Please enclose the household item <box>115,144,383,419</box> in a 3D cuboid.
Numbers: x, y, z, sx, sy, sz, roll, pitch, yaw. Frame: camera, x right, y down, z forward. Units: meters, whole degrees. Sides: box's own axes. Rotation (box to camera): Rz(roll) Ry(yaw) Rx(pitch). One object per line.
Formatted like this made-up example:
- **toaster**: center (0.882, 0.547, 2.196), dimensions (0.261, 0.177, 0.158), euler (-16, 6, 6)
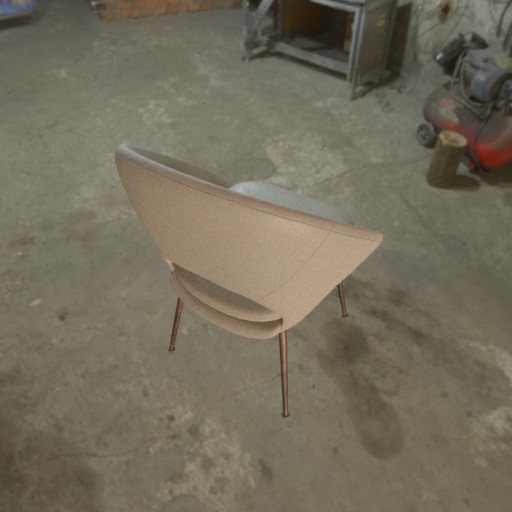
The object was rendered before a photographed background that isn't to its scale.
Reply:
- **household item**: center (0.000, 0.000, 1.247), dimensions (0.623, 0.852, 0.573), euler (23, 49, 22)
